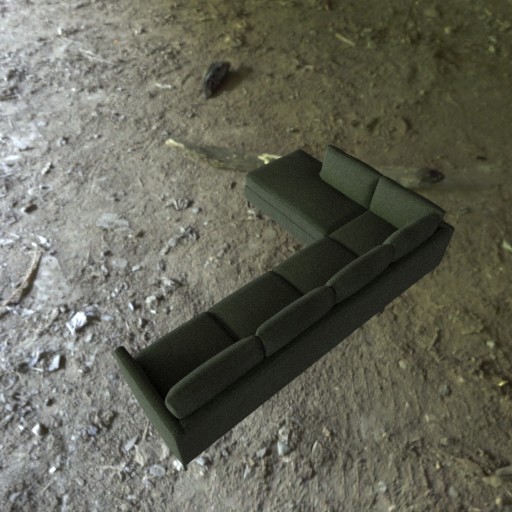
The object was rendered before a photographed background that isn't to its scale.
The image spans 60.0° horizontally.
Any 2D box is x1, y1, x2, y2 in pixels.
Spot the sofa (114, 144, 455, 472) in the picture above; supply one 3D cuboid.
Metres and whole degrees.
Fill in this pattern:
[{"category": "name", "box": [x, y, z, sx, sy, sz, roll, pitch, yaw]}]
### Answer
[{"category": "sofa", "box": [0.000, 0.000, 3.917, 2.949, 0.815, 2.007, -31, 54, -26]}]
